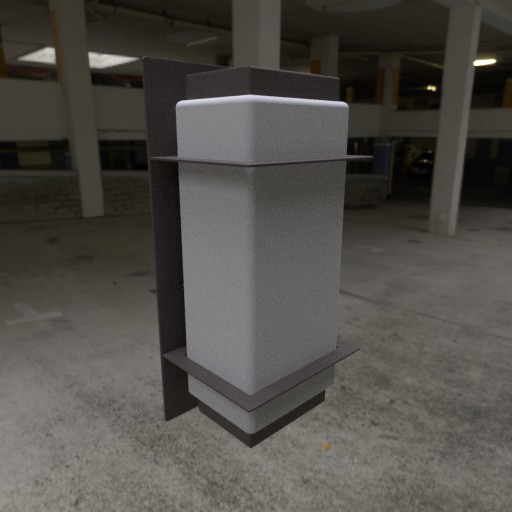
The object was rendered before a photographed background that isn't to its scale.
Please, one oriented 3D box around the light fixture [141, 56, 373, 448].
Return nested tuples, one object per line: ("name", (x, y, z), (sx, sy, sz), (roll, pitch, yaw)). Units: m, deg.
("light fixture", (0.000, 0.000, 0.422), (0.153, 0.347, 0.146), (-14, 21, -42))
